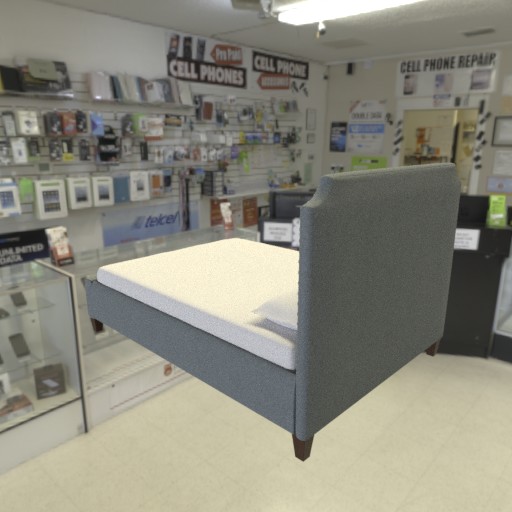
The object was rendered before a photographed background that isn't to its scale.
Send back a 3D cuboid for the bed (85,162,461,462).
[{"bbox_3d":[0.000,0.000,3.399,2.372,1.443,1.712,14,20,42],"label":"bed"}]
